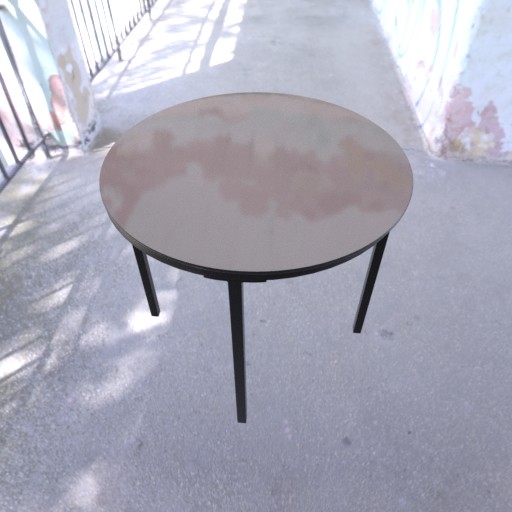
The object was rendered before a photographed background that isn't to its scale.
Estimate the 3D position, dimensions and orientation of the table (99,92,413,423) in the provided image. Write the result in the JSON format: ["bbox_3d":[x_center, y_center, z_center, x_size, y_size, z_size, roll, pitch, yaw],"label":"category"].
[{"bbox_3d":[0.000,0.000,0.881,0.499,0.443,0.499,0,45,0],"label":"table"}]
